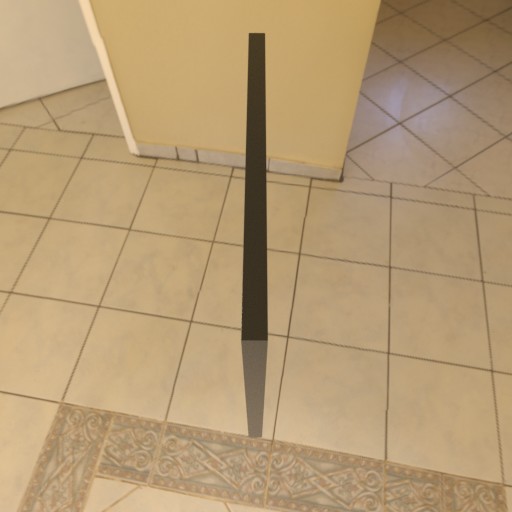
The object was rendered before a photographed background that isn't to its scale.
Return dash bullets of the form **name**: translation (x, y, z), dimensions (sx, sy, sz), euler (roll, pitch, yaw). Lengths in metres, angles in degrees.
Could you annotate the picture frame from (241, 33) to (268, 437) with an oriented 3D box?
- **picture frame**: translation (0.000, 0.000, 0.852), dimensions (0.029, 0.557, 0.559), euler (0, 58, 0)
